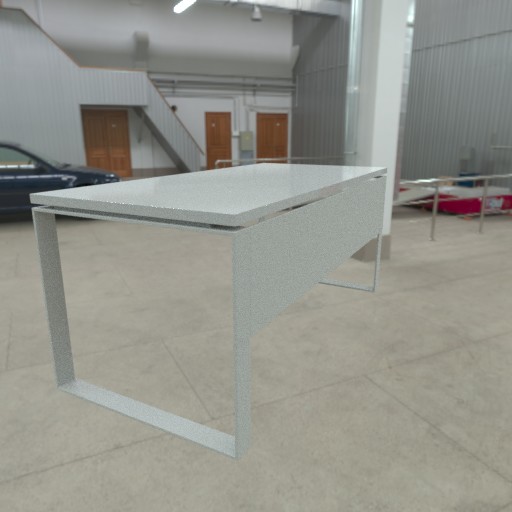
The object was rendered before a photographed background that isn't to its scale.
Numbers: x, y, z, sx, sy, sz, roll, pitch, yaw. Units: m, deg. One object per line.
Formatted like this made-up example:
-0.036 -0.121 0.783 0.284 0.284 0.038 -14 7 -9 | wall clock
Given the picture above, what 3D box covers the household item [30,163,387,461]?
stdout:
0.000 0.000 2.118 0.800 0.745 1.700 8 18 27 | household item
